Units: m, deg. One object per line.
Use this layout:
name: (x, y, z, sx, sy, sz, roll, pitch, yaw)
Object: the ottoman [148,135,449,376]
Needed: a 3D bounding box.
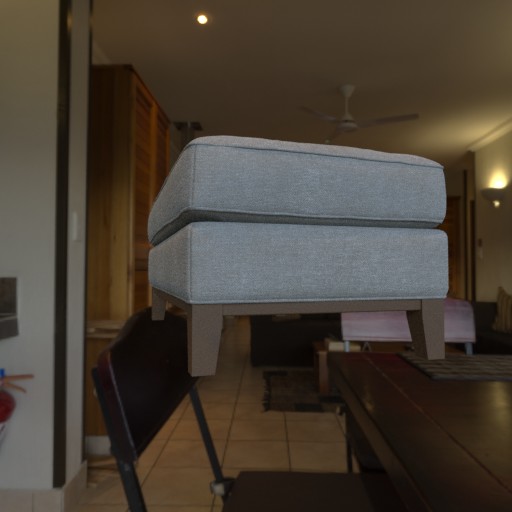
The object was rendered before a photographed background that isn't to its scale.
ottoman: (0.000, 0.000, 1.482, 0.648, 0.514, 1.143, 1, -2, -17)
